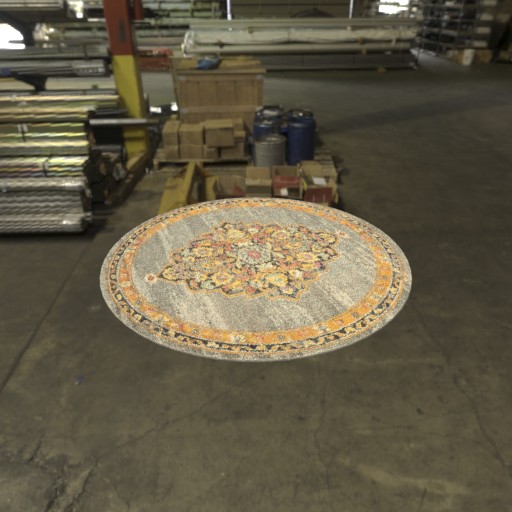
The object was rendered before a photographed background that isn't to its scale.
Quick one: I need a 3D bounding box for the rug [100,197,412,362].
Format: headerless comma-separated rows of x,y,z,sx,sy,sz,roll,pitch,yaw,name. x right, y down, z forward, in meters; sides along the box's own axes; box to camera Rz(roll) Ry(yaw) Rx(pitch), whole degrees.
0.000,0.000,2.371,1.598,0.010,1.598,0,30,0,rug
